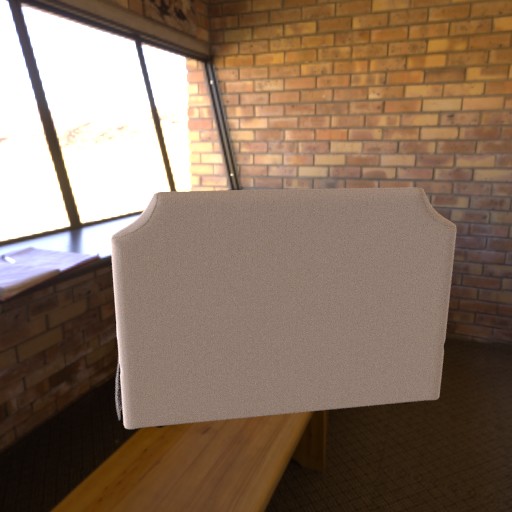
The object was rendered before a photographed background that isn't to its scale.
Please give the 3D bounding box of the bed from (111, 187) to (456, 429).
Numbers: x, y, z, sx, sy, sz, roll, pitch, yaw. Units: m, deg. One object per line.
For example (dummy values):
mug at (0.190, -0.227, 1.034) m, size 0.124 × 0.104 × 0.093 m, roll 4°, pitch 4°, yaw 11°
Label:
bed at (0.000, 0.000, 3.535) m, size 1.977 × 1.293 × 2.498 m, roll -2°, pitch 14°, yaw -9°
